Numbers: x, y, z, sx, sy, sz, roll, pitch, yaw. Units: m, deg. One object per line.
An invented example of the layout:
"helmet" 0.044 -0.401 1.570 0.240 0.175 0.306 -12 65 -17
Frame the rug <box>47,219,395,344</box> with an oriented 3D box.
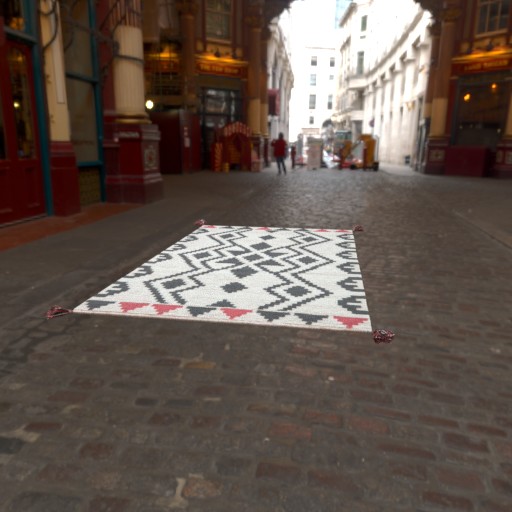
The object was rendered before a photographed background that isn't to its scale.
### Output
"rug" 0.000 0.000 3.334 1.741 0.066 2.672 2 15 9
